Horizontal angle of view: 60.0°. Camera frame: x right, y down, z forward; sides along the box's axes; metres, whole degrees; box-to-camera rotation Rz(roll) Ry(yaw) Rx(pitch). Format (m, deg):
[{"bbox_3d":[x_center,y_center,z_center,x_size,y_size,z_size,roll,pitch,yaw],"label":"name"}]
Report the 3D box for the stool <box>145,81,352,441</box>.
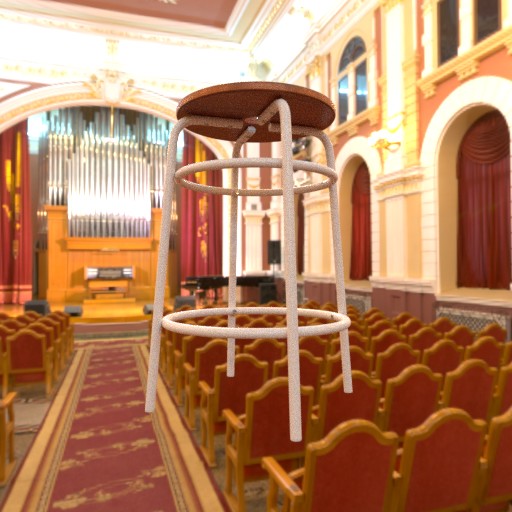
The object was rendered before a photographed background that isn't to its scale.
[{"bbox_3d":[0.000,0.000,0.940,0.455,0.610,0.455,0,-1,-17],"label":"stool"}]
